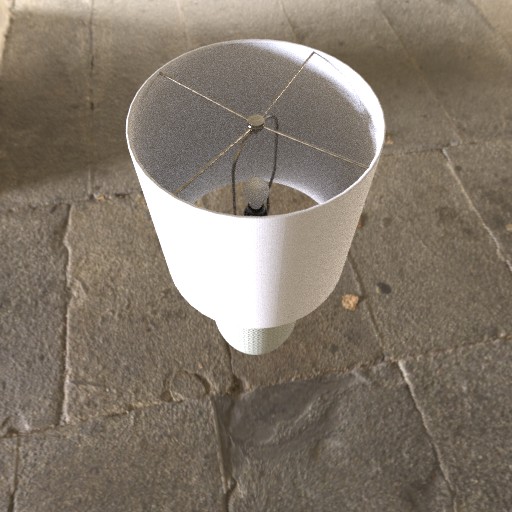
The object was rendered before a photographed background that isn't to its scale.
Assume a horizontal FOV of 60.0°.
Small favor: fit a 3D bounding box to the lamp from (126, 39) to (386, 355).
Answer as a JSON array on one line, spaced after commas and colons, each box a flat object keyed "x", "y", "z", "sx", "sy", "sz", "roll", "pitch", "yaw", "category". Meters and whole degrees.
[{"x": 0.000, "y": 0.000, "z": 0.566, "sx": 0.217, "sy": 0.453, "sz": 0.217, "roll": 30, "pitch": 63, "yaw": 17, "category": "lamp"}]
